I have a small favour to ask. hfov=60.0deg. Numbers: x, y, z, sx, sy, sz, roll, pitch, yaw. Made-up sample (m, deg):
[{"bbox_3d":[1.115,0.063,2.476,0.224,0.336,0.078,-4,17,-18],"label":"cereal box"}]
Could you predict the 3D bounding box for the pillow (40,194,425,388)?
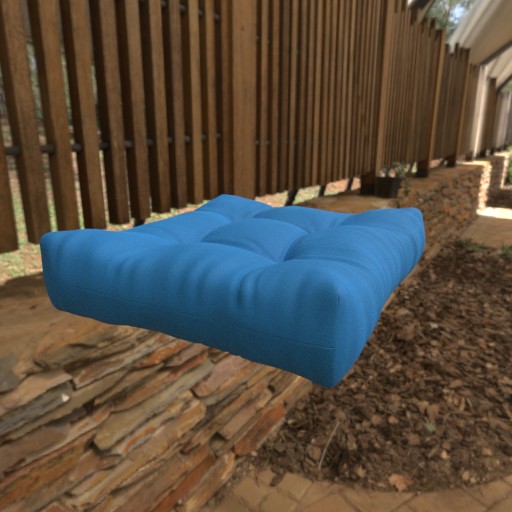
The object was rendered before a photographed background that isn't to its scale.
[{"bbox_3d":[0.000,0.000,0.729,0.468,0.128,0.490,9,18,27],"label":"pillow"}]
